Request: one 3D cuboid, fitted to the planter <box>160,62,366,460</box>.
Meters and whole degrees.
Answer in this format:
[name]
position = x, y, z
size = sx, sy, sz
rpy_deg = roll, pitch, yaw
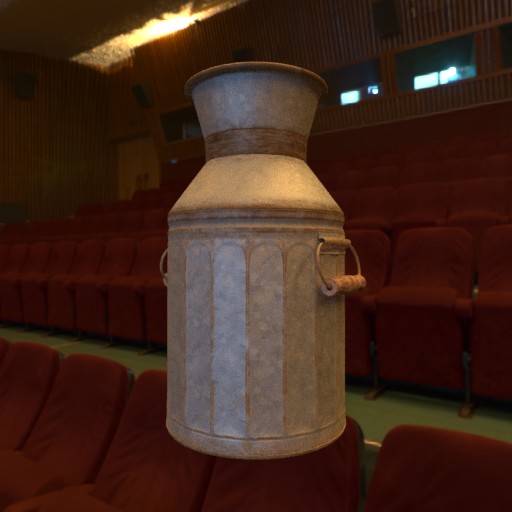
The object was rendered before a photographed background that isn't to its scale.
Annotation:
[planter]
position = 0.000, 0.000, 0.534
size = 0.245, 0.396, 0.214
rpy_deg = 0, 1, 34
